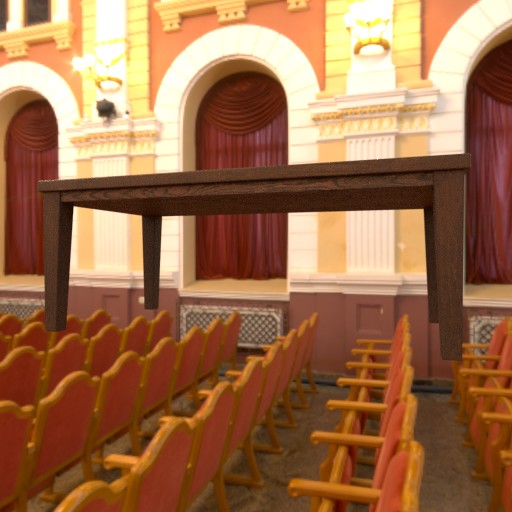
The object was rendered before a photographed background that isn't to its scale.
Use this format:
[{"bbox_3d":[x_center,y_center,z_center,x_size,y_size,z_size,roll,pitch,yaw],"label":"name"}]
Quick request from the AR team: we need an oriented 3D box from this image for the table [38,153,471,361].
[{"bbox_3d":[0.000,0.000,2.404,1.981,0.762,1.016,0,1,19],"label":"table"}]
